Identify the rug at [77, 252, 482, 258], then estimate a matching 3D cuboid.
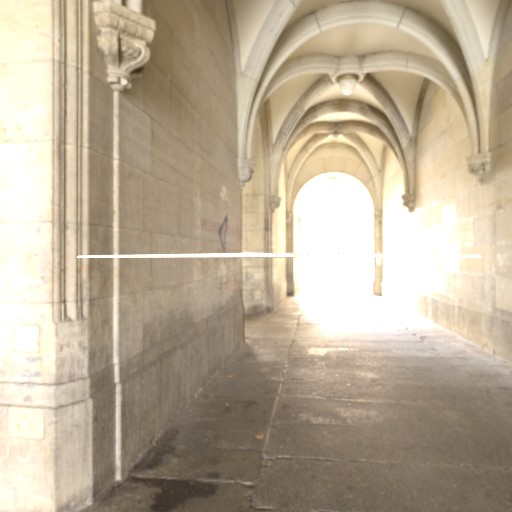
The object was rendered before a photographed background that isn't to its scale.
[{"bbox_3d":[0.000,0.000,4.175,2.429,0.030,3.052,0,0,-37],"label":"rug"}]
